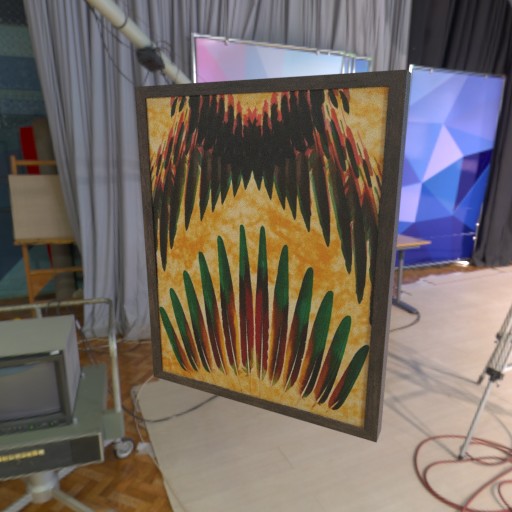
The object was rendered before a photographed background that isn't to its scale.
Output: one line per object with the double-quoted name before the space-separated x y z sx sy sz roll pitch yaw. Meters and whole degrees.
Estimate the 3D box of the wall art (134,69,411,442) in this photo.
"wall art" 0.000 0.000 0.548 0.329 0.406 0.027 7 17 26
